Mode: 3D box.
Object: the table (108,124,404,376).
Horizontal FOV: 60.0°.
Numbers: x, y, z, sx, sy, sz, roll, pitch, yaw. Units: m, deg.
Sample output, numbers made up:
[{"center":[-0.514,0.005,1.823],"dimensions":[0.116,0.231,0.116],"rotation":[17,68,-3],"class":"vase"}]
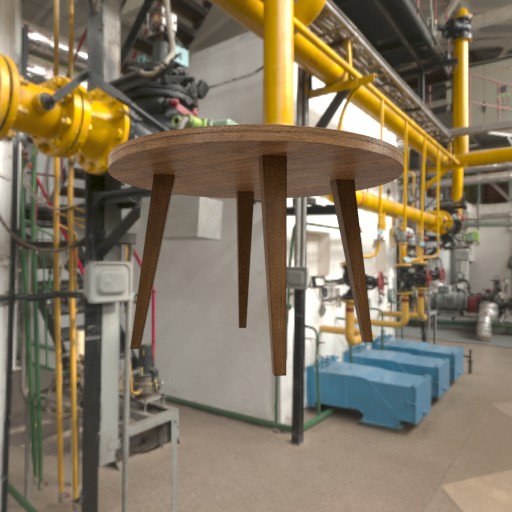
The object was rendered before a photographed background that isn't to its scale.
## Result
[{"center":[0.000,0.000,1.912],"dimensions":[1.213,0.764,1.213],"rotation":[0,-1,0],"class":"table"}]
